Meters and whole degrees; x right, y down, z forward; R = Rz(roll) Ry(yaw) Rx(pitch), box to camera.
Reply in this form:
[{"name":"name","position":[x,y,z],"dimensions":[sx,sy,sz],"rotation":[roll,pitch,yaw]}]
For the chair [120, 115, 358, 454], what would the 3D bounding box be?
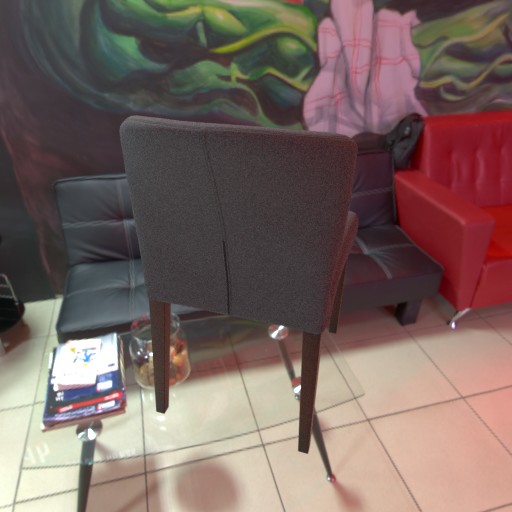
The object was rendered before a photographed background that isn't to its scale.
[{"name":"chair","position":[0.000,0.000,1.192],"dimensions":[0.491,0.839,0.592],"rotation":[9,32,15]}]
